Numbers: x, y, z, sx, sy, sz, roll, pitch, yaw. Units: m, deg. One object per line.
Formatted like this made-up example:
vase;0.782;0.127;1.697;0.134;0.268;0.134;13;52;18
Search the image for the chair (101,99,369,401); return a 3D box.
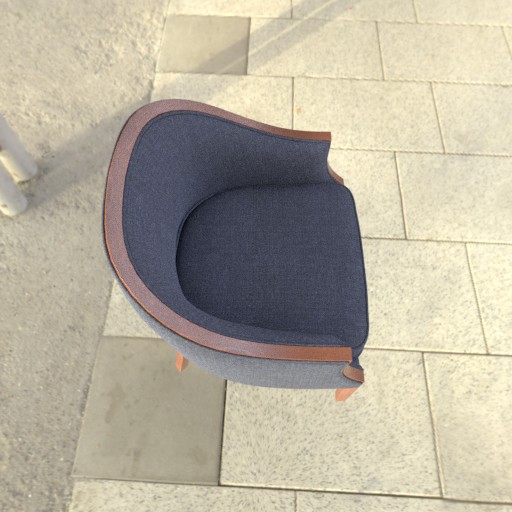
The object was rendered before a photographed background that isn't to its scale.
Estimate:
chair;0.000;0.000;1.456;0.735;0.876;0.803;0;62;0
